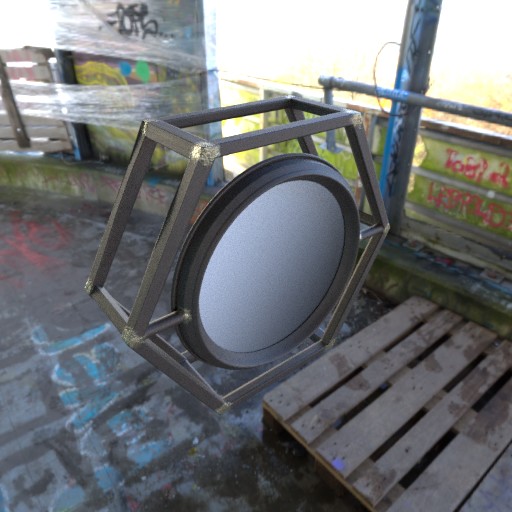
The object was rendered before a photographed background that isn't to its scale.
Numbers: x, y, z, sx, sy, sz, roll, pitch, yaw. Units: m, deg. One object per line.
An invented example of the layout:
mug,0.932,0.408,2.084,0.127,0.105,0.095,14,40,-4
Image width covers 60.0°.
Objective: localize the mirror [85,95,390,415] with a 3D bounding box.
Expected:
mirror,0.000,0.000,0.541,0.380,0.334,0.119,-22,38,-32
